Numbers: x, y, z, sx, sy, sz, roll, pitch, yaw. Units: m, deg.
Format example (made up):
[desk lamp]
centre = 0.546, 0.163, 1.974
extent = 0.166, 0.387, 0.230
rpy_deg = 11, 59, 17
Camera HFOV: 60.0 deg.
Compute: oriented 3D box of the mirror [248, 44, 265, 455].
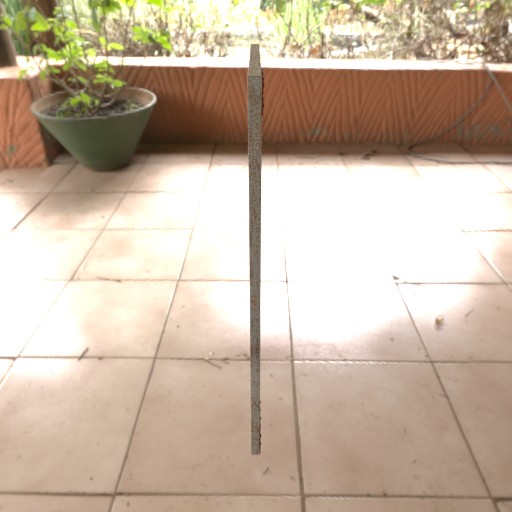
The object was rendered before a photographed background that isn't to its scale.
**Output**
[mirror]
centre = 0.000, 0.000, 1.115
extent = 0.027, 0.922, 0.472
rpy_deg = 0, 31, 0
